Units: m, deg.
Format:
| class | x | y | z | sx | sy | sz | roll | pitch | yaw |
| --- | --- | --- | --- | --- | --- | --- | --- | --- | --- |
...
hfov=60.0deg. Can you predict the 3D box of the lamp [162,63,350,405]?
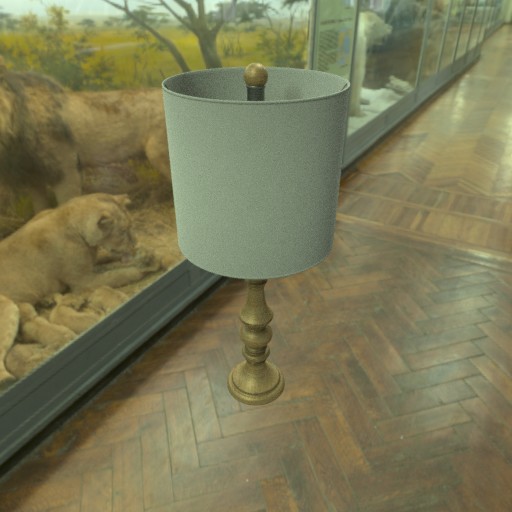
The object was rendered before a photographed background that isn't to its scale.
| class | x | y | z | sx | sy | sz | roll | pitch | yaw |
| --- | --- | --- | --- | --- | --- | --- | --- | --- | --- |
| lamp | 0.000 | 0.000 | 0.741 | 0.250 | 0.597 | 0.250 | 0 | 31 | 0 |
